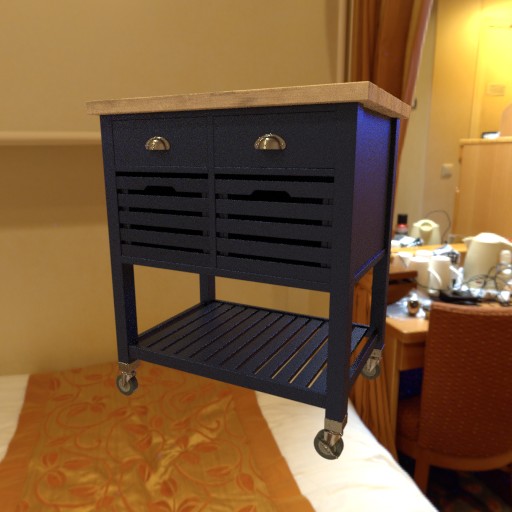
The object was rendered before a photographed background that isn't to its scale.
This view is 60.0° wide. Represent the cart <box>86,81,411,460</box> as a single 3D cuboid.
[{"bbox_3d":[0.000,0.000,1.415,0.797,0.920,0.567,7,15,26],"label":"cart"}]
